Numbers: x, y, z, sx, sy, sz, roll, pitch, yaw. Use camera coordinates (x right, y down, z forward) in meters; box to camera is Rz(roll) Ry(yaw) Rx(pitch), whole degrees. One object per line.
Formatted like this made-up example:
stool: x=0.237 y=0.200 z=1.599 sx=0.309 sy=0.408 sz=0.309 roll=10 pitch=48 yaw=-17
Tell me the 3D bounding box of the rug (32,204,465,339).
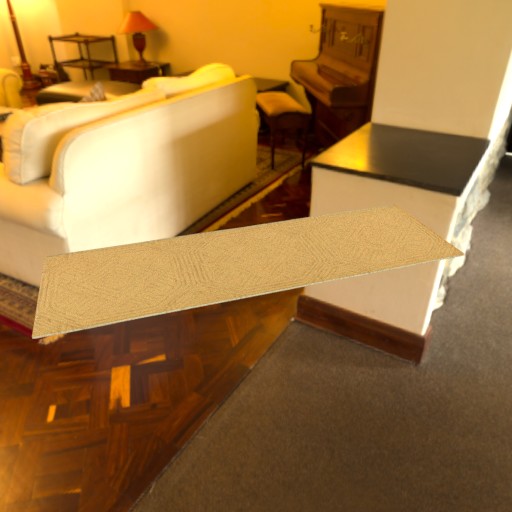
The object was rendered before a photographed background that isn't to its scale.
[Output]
rug: x=0.000 y=0.000 z=2.707 sx=2.452 sy=0.012 sz=0.775 roll=-10 pitch=33 yaw=-15
